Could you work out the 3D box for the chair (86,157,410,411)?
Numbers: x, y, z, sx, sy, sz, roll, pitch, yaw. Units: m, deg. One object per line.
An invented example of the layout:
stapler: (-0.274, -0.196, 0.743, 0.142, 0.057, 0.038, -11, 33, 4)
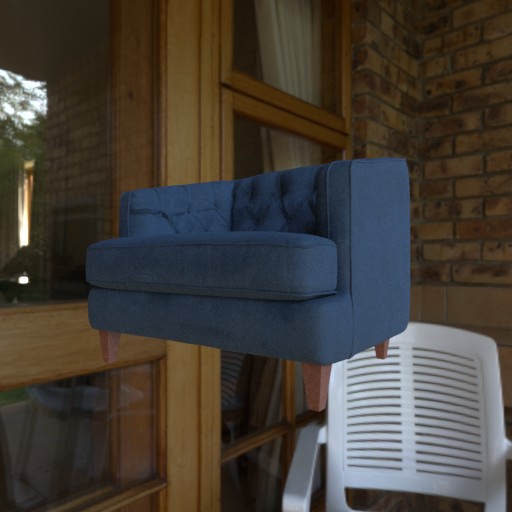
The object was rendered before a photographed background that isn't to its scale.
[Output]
chair: (0.000, 0.000, 1.795, 1.094, 0.852, 0.940, 0, 0, 37)
